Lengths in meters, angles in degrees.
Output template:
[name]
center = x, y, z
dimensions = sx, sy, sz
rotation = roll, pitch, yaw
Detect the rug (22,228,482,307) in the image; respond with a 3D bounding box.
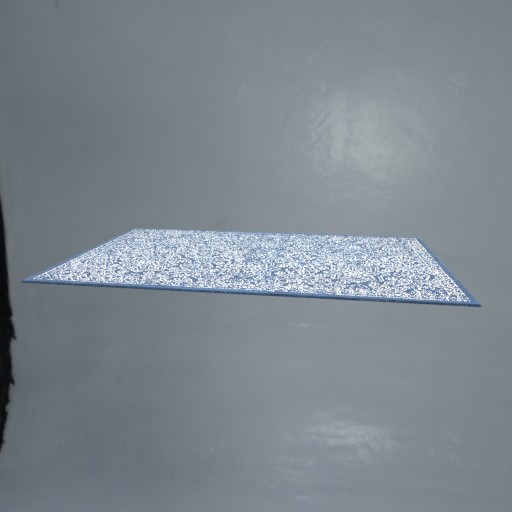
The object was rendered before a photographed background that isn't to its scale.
[rug]
center = 0.000, 0.000, 3.043
dimensions = 2.441, 0.015, 1.526
rotation = 2, 15, 9
